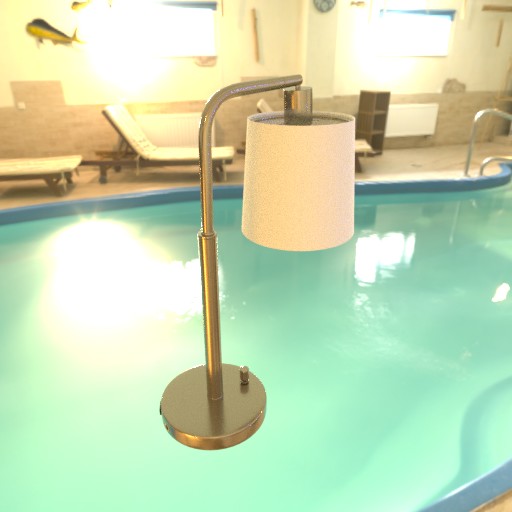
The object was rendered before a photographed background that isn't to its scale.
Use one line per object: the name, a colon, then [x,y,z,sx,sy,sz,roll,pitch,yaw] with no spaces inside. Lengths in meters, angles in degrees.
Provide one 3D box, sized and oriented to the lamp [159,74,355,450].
lamp: [0.000,0.000,0.649,0.333,0.489,0.171,-18,30,-34]
